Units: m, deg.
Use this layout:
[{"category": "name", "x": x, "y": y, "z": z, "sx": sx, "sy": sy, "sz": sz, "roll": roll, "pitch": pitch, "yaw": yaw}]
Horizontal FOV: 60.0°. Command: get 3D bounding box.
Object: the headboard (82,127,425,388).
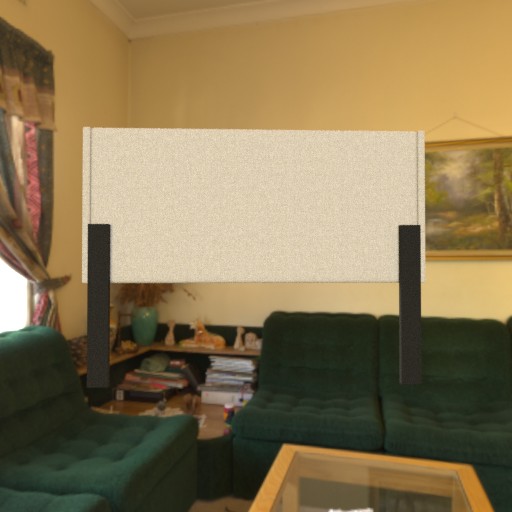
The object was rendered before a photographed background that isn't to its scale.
[{"category": "headboard", "x": 0.000, "y": 0.000, "z": 2.697, "sx": 2.051, "sy": 1.524, "sz": 0.184, "roll": 0, "pitch": -1, "yaw": -2}]
